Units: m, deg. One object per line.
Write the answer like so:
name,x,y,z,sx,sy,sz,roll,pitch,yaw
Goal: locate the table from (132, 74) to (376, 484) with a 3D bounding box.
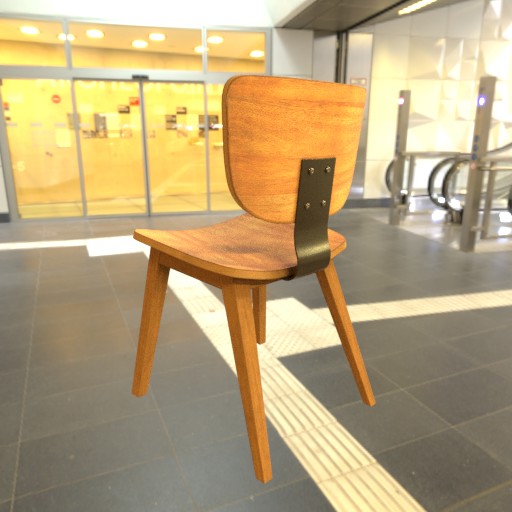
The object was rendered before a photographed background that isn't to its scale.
table,0.000,0.000,1.130,0.499,0.805,0.500,-14,21,-41
